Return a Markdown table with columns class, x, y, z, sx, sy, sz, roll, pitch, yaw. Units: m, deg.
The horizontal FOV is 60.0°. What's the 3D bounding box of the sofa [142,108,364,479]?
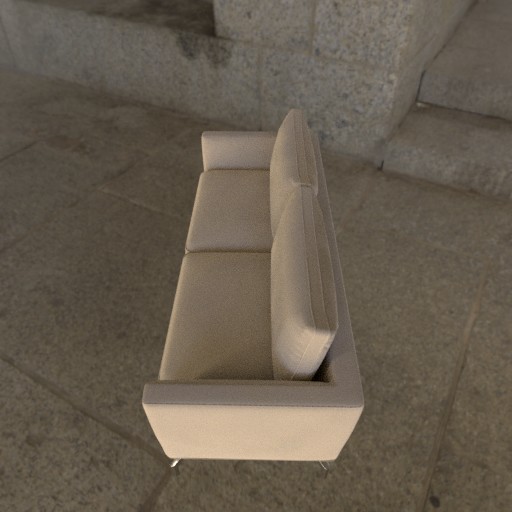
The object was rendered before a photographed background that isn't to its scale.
| class | x | y | z | sx | sy | sz | roll | pitch | yaw |
| --- | --- | --- | --- | --- | --- | --- | --- | --- | --- |
| sofa | 0.000 | 0.000 | 2.634 | 0.868 | 1.005 | 2.214 | 1 | 42 | 1 |
